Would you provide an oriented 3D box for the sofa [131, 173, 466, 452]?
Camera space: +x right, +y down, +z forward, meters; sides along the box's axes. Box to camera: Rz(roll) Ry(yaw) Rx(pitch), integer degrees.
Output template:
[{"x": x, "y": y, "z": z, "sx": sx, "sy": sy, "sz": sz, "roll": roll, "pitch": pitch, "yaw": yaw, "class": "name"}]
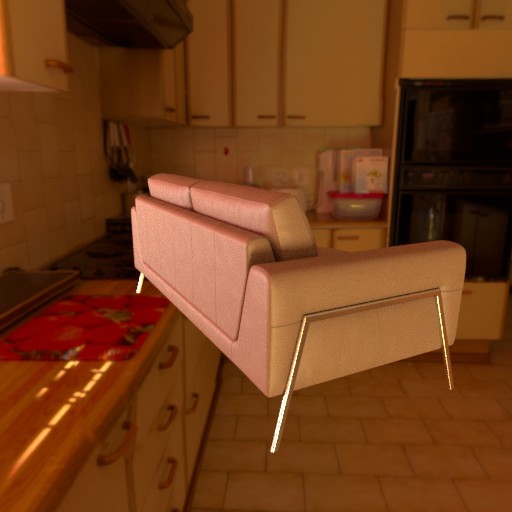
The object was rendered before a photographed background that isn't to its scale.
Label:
[{"x": 0.000, "y": 0.000, "z": 2.512, "sx": 0.953, "sy": 0.875, "sz": 2.017, "roll": -7, "pitch": 15, "yaw": -27, "class": "sofa"}]
